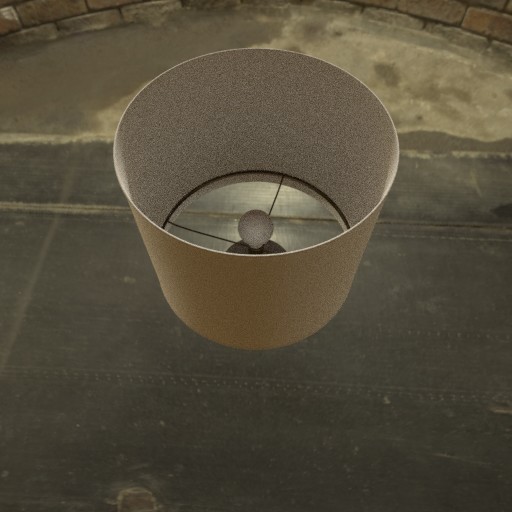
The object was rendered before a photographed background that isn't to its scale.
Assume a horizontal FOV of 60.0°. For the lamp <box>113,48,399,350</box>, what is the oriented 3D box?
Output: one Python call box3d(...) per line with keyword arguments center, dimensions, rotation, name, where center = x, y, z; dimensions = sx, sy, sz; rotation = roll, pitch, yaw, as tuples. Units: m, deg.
box3d(center=(0.000, 0.000, 0.521), dimensions=(0.229, 0.380, 0.229), rotation=(0, 59, 0), name="lamp")
